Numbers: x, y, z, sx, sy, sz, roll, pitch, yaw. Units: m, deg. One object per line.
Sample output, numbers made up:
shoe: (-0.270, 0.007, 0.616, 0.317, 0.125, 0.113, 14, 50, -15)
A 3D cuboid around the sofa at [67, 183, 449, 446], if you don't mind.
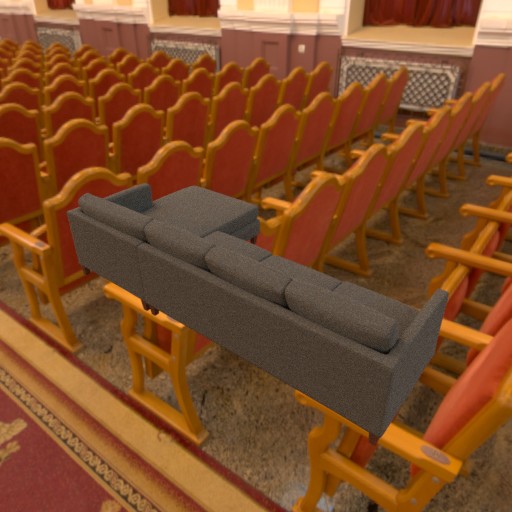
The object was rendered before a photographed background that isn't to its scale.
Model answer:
sofa: (0.000, 0.000, 3.880, 3.186, 0.846, 1.625, 22, 38, 32)
